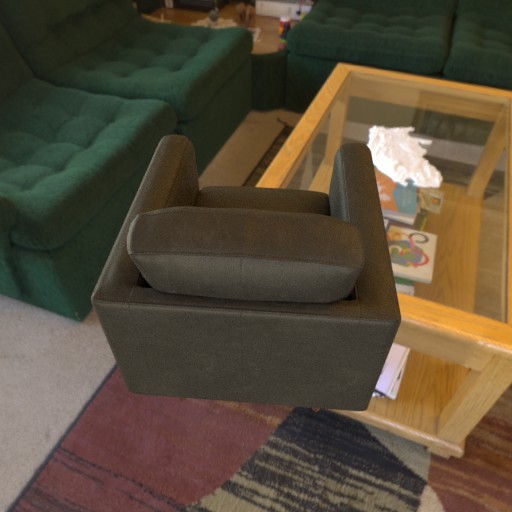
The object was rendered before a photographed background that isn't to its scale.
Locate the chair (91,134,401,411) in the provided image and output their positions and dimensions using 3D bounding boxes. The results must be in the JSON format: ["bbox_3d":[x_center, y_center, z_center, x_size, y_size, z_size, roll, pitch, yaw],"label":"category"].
[{"bbox_3d":[0.000,0.000,1.606,0.831,0.898,0.879,3,46,3],"label":"chair"}]
